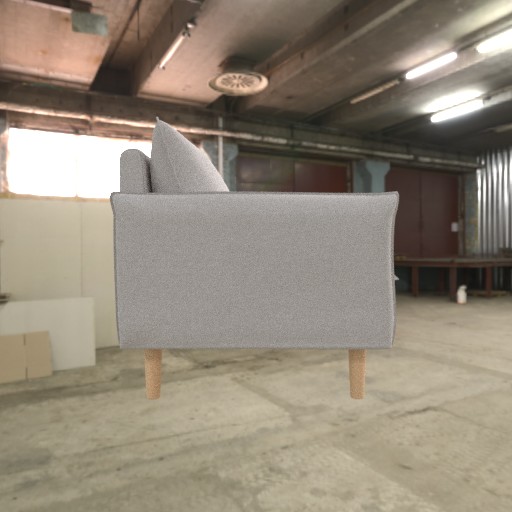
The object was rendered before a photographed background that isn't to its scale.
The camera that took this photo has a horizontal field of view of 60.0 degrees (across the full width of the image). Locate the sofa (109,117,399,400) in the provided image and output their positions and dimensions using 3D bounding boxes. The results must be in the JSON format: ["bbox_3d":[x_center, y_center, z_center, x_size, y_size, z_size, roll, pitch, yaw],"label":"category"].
[{"bbox_3d":[0.000,0.000,1.857,0.820,0.840,1.300,0,1,0],"label":"sofa"}]
